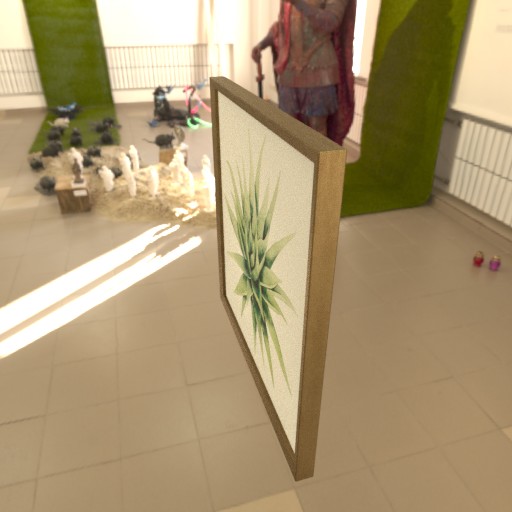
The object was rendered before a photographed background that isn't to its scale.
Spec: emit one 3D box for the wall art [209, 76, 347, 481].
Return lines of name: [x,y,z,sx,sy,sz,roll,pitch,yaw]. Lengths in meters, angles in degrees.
wall art: [0.000,0.000,0.755,0.030,0.506,0.503,-9,31,-15]
